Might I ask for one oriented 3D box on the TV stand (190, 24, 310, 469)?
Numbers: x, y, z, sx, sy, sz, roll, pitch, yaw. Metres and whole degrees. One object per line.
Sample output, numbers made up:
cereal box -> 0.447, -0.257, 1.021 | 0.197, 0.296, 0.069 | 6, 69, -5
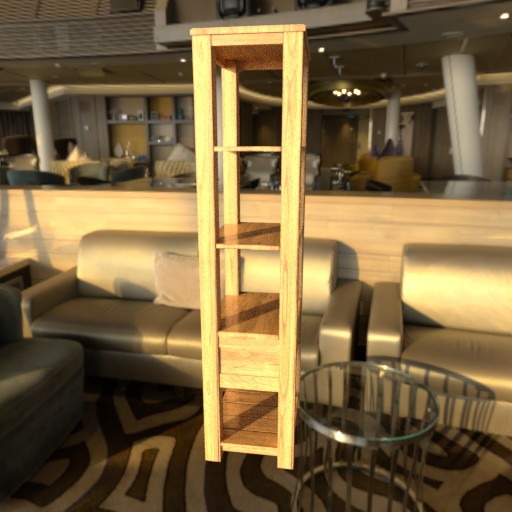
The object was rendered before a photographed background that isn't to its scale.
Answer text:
TV stand -> 0.000, 0.000, 2.071 | 0.435, 1.828, 0.565 | 2, 14, 8
